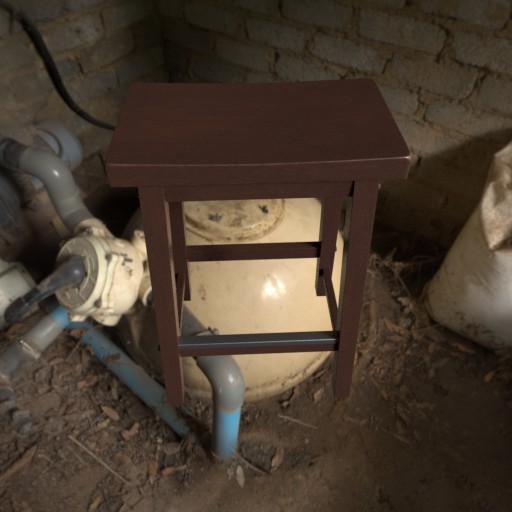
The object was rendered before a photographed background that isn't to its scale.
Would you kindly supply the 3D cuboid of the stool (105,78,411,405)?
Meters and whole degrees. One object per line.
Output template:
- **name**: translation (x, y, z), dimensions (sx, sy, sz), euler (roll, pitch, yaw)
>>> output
- **stool**: translation (0.000, 0.000, 0.878), dimensions (0.406, 0.610, 0.322), euler (-2, 47, -2)
